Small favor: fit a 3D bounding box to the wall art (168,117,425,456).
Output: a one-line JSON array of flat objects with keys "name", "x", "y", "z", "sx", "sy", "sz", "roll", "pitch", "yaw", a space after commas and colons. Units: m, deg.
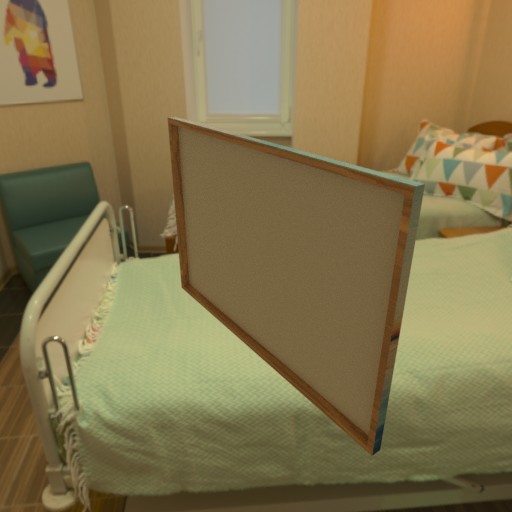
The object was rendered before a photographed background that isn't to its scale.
[{"name": "wall art", "x": 0.000, "y": 0.000, "z": 0.781, "sx": 0.018, "sy": 0.402, "sz": 0.604, "roll": -17, "pitch": 30, "yaw": -32}]
